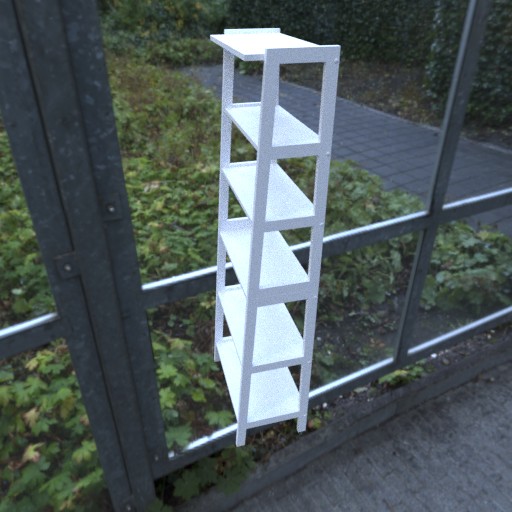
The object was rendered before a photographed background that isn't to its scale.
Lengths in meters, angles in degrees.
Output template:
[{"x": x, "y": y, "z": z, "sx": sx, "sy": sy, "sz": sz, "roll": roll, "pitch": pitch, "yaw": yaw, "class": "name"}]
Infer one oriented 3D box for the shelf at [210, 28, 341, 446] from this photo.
[{"x": 0.000, "y": 0.000, "z": 2.127, "sx": 0.381, "sy": 1.892, "sz": 0.660, "roll": -8, "pitch": 33, "yaw": -13, "class": "shelf"}]
